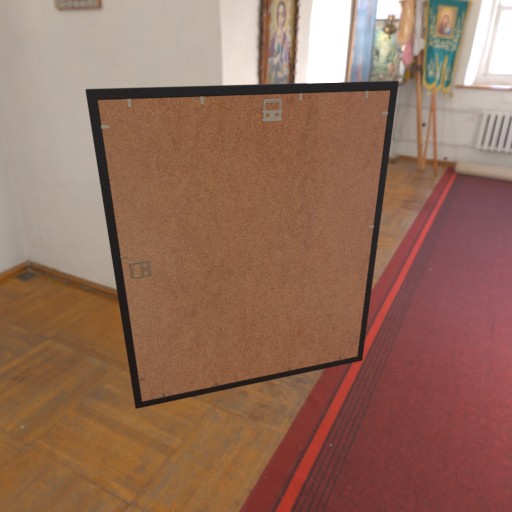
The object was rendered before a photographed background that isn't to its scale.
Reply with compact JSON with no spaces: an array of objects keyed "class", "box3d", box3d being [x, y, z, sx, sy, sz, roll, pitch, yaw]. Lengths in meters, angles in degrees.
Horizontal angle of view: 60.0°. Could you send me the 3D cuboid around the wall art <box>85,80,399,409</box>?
[{"class":"wall art","box3d":[0.000,0.000,0.912,0.559,0.660,0.018,-8,27,-15]}]
